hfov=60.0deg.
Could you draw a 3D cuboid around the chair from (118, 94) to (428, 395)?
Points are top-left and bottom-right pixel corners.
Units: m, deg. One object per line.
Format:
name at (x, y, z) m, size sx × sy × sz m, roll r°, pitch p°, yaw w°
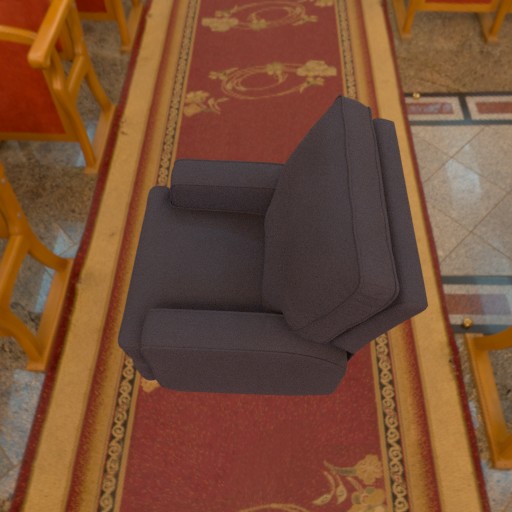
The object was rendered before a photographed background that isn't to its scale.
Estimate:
chair at (0.000, 0.000, 1.702) m, size 0.964 × 0.962 × 0.861 m, roll 2°, pitch 58°, yaw 1°
